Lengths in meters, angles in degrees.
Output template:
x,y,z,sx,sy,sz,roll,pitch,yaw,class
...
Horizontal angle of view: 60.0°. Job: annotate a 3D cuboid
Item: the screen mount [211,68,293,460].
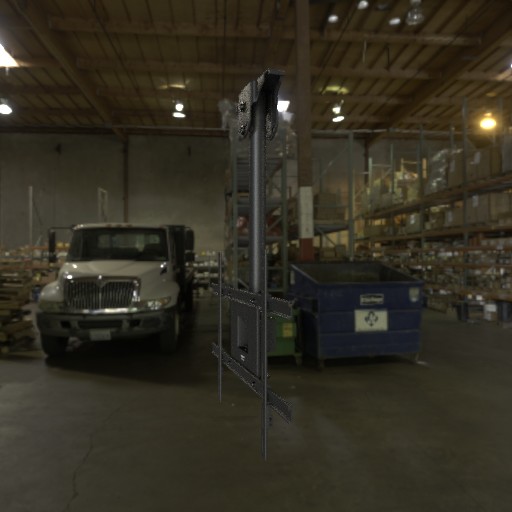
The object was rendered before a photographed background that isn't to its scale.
x,y,z,sx,sy,sz,roll,pitch,yaw,class
0.000,0.000,1.036,0.090,0.775,0.595,0,0,-18,screen mount
